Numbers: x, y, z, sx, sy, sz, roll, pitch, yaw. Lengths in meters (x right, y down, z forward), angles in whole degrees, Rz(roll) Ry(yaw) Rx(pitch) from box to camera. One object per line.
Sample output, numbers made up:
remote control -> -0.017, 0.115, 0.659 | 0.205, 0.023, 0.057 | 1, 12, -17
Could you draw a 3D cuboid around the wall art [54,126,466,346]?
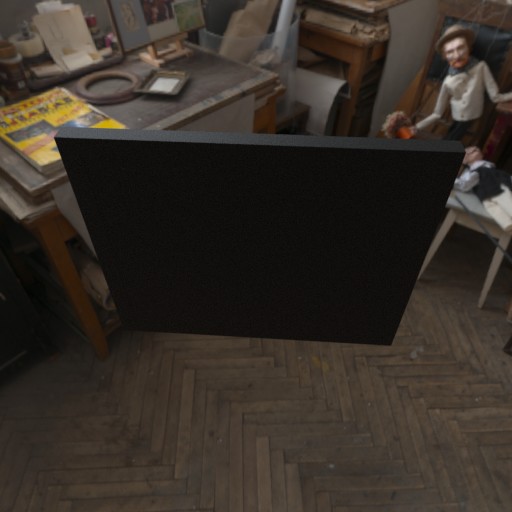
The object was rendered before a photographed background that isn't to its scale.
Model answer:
wall art -> 0.000, 0.000, 0.770 | 0.558, 0.457, 0.029 | 3, 45, 3
